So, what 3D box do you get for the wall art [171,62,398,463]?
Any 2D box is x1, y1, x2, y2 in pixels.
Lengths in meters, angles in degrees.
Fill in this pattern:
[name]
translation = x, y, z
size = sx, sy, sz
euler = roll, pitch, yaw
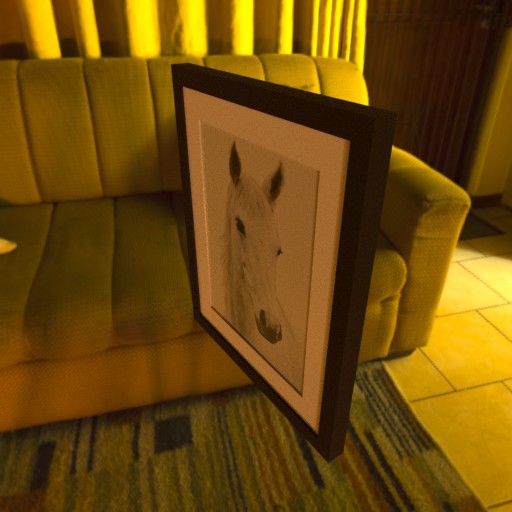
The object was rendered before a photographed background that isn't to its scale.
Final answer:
[wall art]
translation = 0.000, 0.000, 0.747
size = 0.034, 0.552, 0.455
euler = -20, 36, -30
